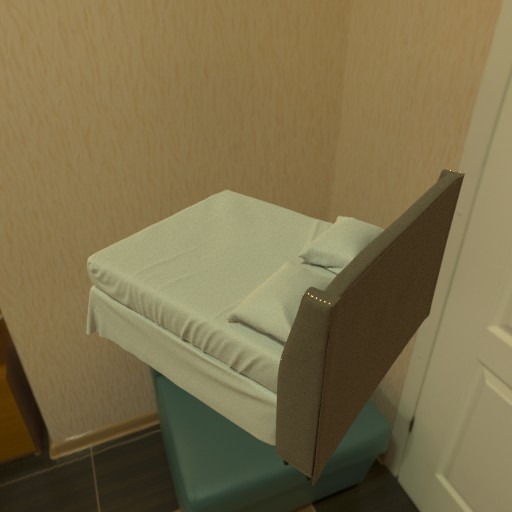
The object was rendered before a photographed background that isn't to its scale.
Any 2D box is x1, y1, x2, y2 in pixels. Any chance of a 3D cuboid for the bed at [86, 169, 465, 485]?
[{"bbox_3d":[0.000,0.000,3.384,2.276,1.332,1.925,22,38,31],"label":"bed"}]
